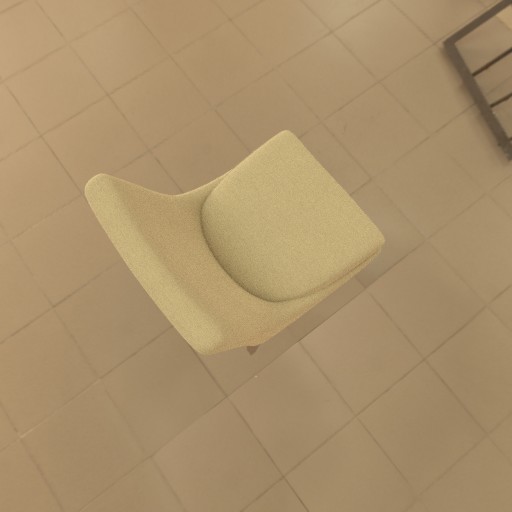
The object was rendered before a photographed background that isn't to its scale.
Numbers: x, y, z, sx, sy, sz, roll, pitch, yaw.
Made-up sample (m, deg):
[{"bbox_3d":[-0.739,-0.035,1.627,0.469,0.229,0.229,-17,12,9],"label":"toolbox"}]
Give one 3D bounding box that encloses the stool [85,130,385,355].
[{"bbox_3d":[0.000,0.000,1.368,0.577,1.078,0.470,-37,78,-9],"label":"stool"}]
